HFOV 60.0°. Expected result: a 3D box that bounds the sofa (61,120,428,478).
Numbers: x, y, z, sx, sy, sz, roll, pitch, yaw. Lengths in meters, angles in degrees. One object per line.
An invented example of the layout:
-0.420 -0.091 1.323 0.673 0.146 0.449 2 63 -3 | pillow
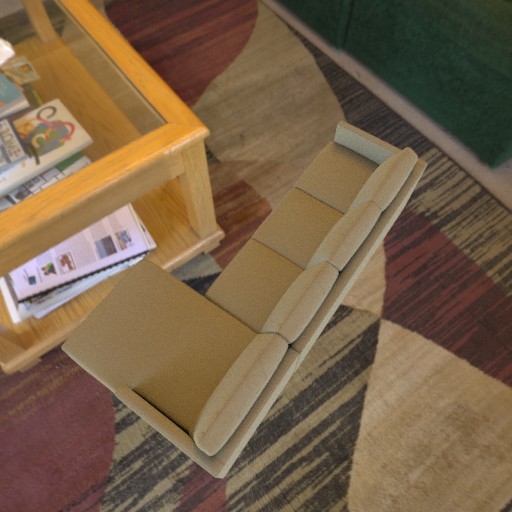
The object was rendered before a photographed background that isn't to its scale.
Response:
0.000 0.000 3.895 1.622 0.867 3.177 32 67 15 | sofa
